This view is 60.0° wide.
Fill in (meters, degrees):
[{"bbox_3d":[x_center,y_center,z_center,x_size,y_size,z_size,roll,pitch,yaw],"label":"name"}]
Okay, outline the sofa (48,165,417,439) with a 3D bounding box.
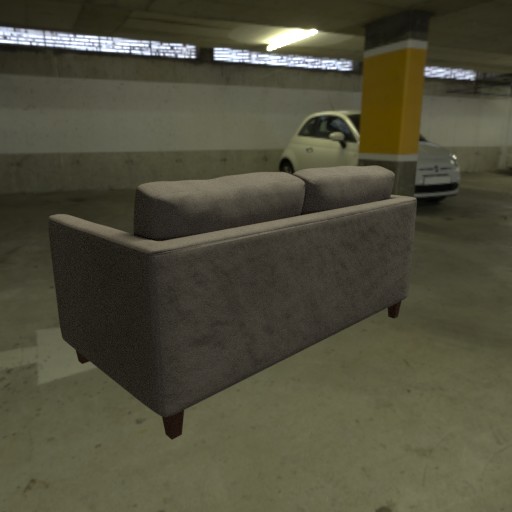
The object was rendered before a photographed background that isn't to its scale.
[{"bbox_3d":[0.000,0.000,2.452,1.884,0.963,0.950,-14,21,-42],"label":"sofa"}]
